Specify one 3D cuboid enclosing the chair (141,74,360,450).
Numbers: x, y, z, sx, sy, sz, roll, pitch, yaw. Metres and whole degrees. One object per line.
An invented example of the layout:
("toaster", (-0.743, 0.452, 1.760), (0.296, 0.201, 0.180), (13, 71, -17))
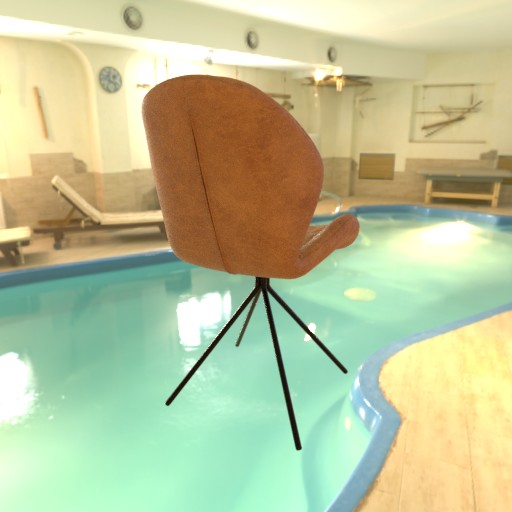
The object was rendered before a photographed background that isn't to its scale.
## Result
("chair", (0.000, 0.000, 1.292), (0.527, 0.929, 0.640), (8, 18, 26))
